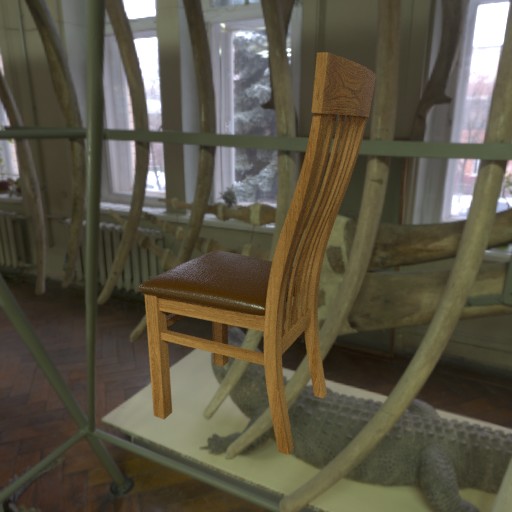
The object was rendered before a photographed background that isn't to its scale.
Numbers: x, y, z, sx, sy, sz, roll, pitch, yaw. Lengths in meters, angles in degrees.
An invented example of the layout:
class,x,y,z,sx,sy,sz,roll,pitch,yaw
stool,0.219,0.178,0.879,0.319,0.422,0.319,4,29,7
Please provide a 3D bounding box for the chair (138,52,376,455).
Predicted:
class,x,y,z,sx,sy,sz,roll,pitch,yaw
chair,0.000,0.000,1.356,0.580,1.050,0.450,8,18,26
